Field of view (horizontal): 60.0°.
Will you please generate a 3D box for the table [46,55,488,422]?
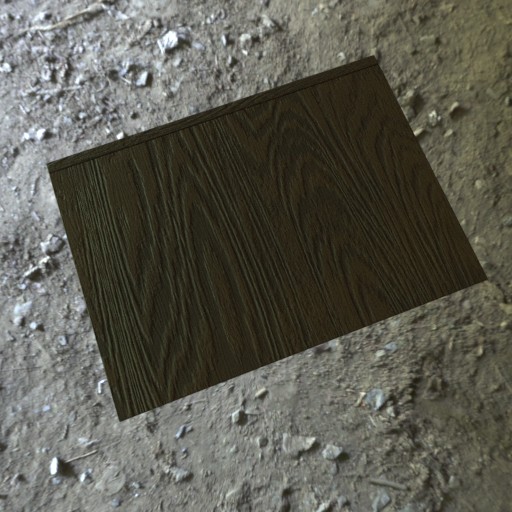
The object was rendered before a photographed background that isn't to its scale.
[{"bbox_3d":[0.000,0.000,0.955,0.560,0.585,0.439,-20,77,-5],"label":"table"}]
